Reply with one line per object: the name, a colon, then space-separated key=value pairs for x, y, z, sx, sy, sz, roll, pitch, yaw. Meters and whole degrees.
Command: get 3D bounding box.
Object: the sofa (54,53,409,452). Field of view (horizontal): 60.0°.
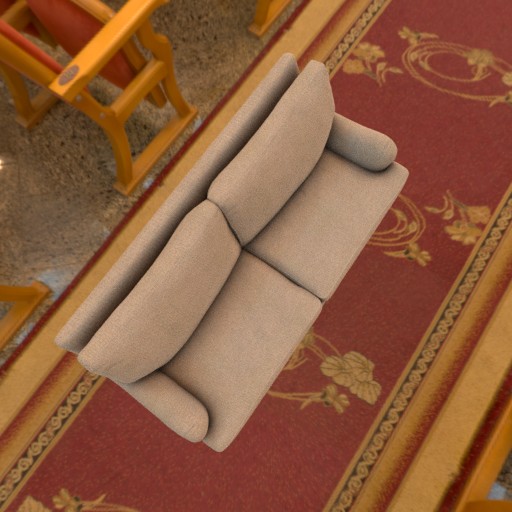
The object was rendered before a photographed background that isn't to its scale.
sofa: x=0.000 y=0.000 z=2.812 sx=1.069 sy=1.096 sz=2.193 roll=34 pitch=78 yaw=8
